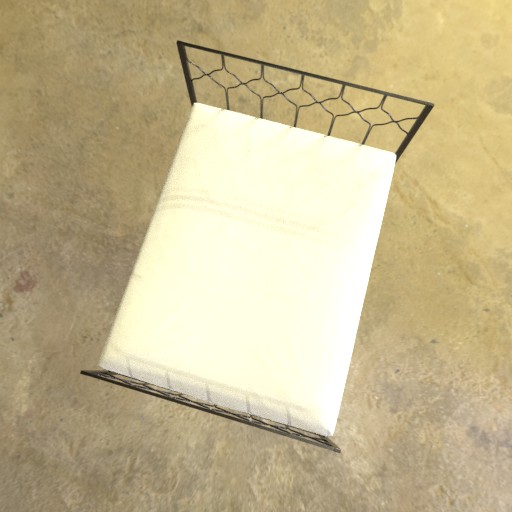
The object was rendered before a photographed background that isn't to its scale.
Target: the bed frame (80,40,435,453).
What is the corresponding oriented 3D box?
[{"bbox_3d":[0.000,0.000,3.007,1.597,1.222,2.063,16,76,4],"label":"bed frame"}]
